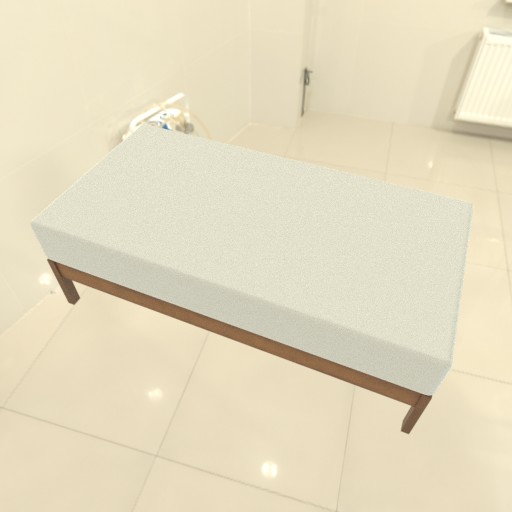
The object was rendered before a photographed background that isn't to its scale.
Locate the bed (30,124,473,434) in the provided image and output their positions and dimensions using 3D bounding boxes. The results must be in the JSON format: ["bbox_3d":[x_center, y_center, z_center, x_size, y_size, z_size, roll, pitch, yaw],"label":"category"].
[{"bbox_3d":[0.000,0.000,2.320,1.902,0.616,0.961,17,49,16],"label":"bed"}]
